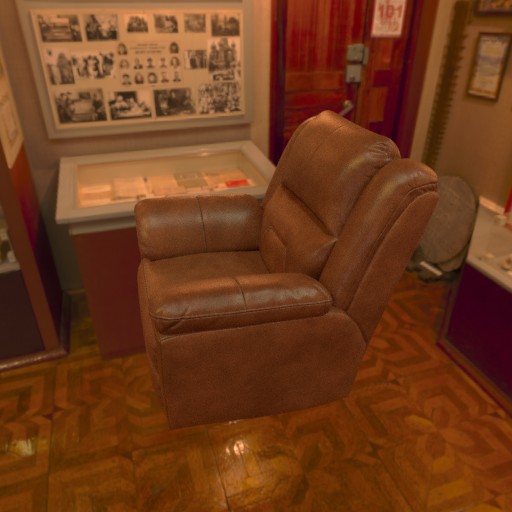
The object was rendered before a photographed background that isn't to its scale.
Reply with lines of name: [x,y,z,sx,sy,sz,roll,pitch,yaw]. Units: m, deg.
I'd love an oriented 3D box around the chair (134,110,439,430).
chair: [0.000,0.000,1.932,1.041,1.093,0.990,-9,31,-15]
